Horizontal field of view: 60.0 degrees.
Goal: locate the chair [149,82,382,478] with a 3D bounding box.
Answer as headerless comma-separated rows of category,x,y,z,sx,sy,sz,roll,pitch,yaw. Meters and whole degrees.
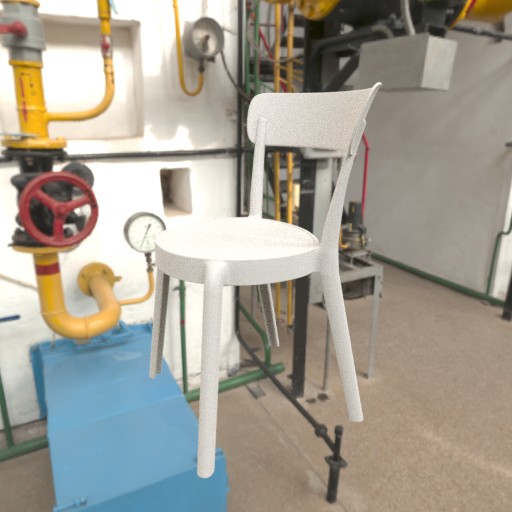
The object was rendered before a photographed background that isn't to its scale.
chair,0.000,0.000,1.106,0.491,0.790,0.506,-9,19,-25
